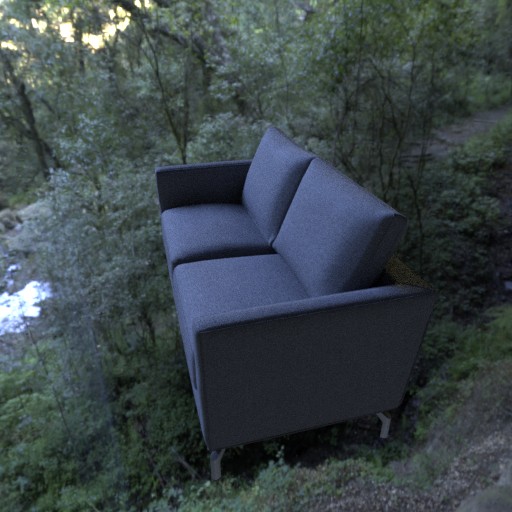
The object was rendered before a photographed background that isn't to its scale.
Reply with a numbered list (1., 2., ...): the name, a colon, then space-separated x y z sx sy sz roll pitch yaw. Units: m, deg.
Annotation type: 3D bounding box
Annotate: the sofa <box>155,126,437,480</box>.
1. sofa: 0.000 0.000 2.109 0.803 0.924 1.594 -7 29 -13
